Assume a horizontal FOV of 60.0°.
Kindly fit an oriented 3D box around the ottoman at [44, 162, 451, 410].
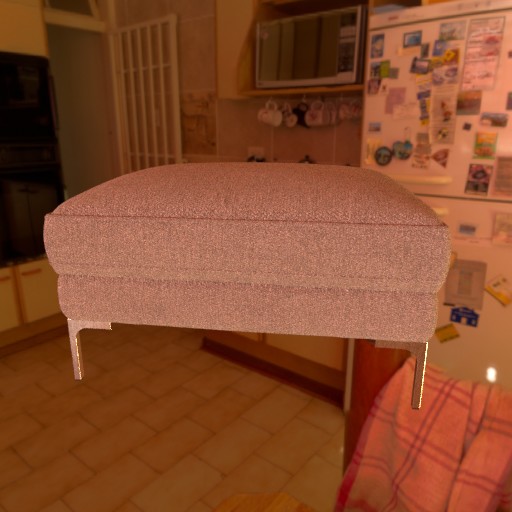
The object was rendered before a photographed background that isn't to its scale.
[{"bbox_3d":[0.000,0.000,1.140,0.785,0.464,0.583,2,16,8],"label":"ottoman"}]
